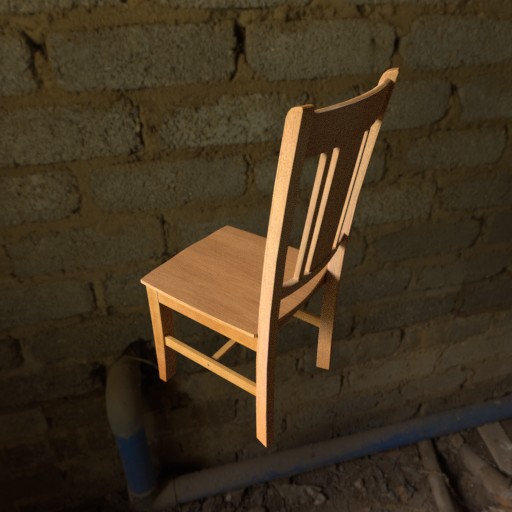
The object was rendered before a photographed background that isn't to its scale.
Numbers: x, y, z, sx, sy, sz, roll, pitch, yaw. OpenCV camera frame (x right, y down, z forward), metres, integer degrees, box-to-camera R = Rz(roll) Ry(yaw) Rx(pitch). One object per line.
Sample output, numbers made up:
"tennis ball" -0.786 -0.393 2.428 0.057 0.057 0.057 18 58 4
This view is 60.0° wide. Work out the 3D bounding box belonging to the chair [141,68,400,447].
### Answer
"chair" 0.000 0.000 1.275 0.556 0.998 0.450 21 38 29
